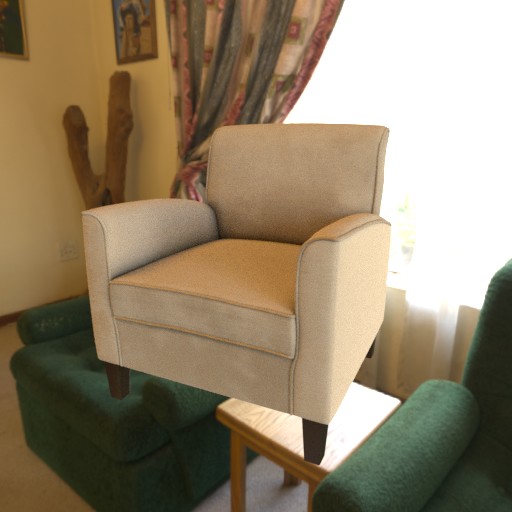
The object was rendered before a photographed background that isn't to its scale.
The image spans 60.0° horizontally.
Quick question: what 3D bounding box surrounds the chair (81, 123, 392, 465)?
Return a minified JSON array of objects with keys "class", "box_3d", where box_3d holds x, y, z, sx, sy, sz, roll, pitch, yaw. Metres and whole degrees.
[{"class":"chair","box_3d":[0.000,0.000,1.570,0.820,0.915,0.821,7,17,25]}]
